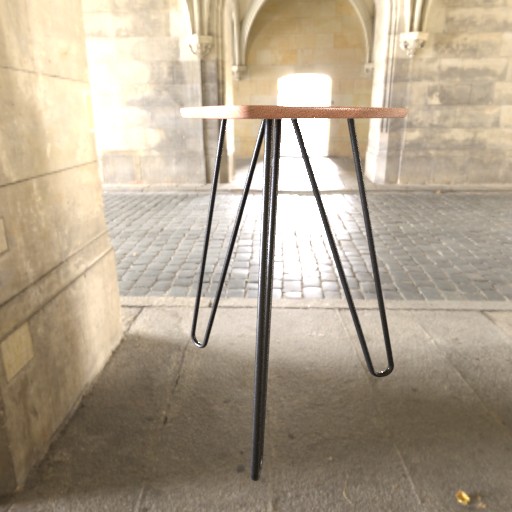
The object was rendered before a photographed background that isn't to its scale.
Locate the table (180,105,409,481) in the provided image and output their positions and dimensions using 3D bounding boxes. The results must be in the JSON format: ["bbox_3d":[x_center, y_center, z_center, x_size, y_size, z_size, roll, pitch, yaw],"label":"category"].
[{"bbox_3d":[0.000,0.000,0.893,0.455,0.564,0.442,17,24,42],"label":"table"}]
